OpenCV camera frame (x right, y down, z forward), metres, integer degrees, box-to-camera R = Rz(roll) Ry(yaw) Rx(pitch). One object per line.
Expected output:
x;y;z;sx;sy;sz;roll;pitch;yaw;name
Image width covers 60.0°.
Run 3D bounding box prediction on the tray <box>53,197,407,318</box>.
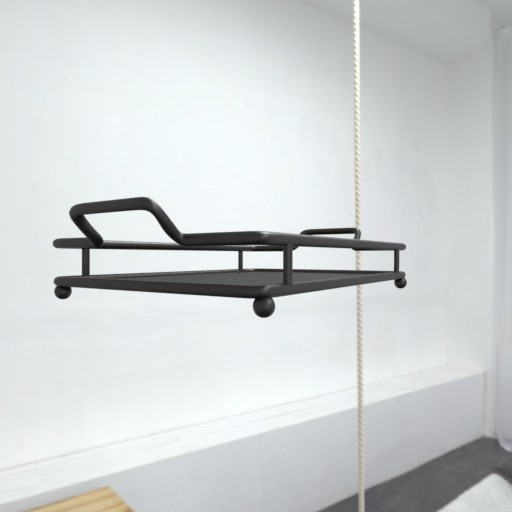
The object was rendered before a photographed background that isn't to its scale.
0.000;0.000;0.604;0.297;0.101;0.495;0;0;34;tray
